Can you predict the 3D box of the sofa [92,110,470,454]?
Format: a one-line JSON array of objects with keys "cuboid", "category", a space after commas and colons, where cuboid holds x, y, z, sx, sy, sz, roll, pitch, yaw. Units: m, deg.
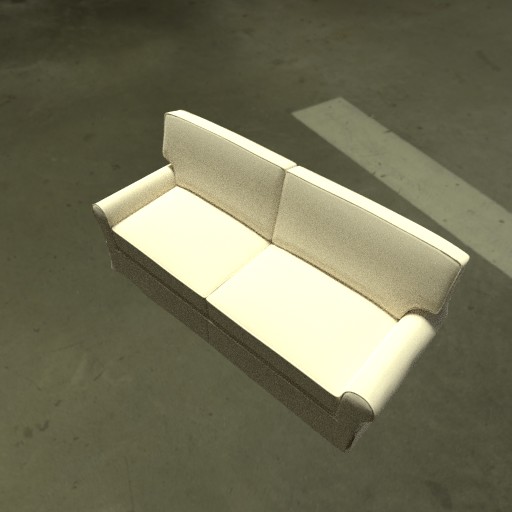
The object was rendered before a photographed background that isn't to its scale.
[{"cuboid": [0.000, 0.000, 2.531, 2.021, 0.937, 0.862, 33, 55, 27], "category": "sofa"}]
